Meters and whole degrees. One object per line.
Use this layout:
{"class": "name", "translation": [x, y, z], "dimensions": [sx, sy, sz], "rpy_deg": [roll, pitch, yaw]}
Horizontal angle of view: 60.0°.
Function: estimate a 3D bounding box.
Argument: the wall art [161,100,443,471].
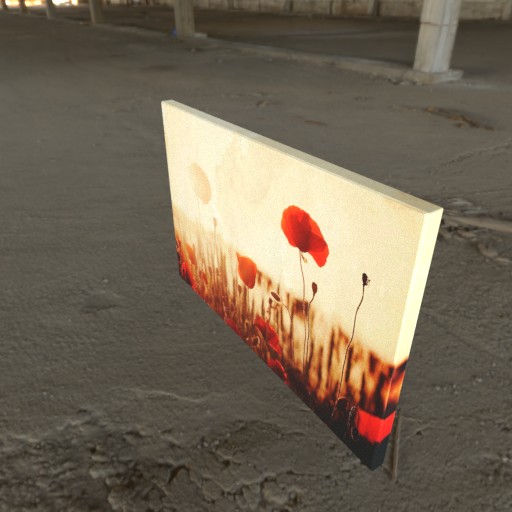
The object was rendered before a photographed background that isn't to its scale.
{"class": "wall art", "translation": [0.000, 0.000, 1.117], "dimensions": [0.038, 0.602, 0.918], "rpy_deg": [-19, 36, -29]}
